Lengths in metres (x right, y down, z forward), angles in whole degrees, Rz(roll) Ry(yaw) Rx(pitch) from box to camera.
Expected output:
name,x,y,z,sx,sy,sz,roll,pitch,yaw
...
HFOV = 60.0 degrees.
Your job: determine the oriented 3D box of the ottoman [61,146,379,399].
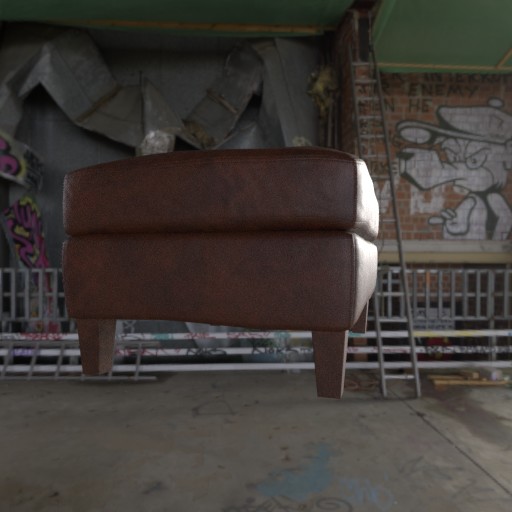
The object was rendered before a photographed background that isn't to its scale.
name,x,y,z,sx,sy,sz,roll,pitch,yaw
ottoman,0.000,0.000,1.263,0.659,0.527,0.887,0,0,17
